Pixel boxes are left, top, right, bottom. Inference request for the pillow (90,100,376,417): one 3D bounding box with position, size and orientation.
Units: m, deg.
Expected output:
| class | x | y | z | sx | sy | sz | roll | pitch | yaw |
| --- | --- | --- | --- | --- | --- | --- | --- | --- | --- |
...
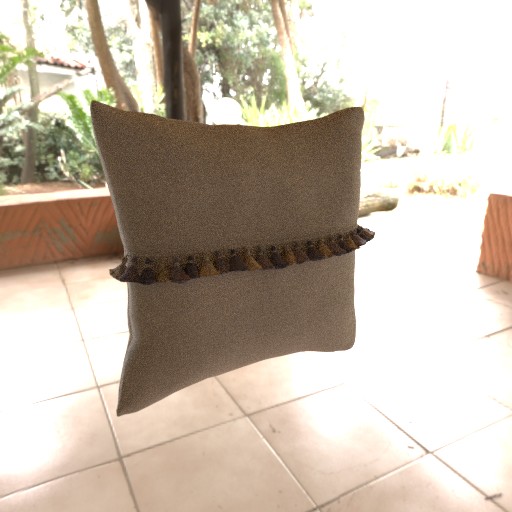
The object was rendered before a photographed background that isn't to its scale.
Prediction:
| class | x | y | z | sx | sy | sz | roll | pitch | yaw |
| --- | --- | --- | --- | --- | --- | --- | --- | --- | --- |
| pillow | 0.000 | 0.000 | 0.738 | 0.489 | 0.481 | 0.165 | -9 | 19 | -27 |
